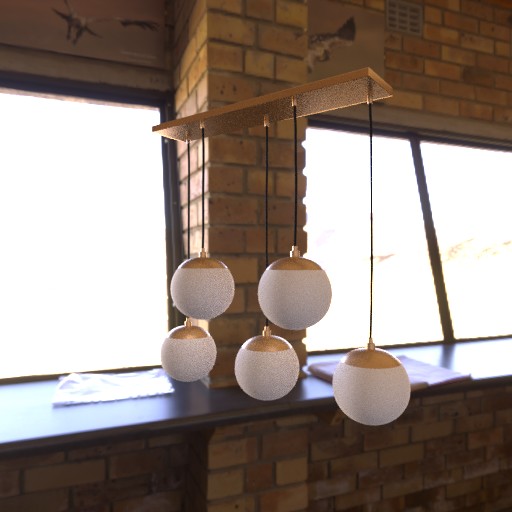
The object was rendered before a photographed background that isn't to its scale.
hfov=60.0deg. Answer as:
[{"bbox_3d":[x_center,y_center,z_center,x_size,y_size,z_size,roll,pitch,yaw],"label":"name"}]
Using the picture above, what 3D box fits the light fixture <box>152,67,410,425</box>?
[{"bbox_3d":[0.000,0.000,1.313,0.863,0.869,0.299,0,-1,37],"label":"light fixture"}]
